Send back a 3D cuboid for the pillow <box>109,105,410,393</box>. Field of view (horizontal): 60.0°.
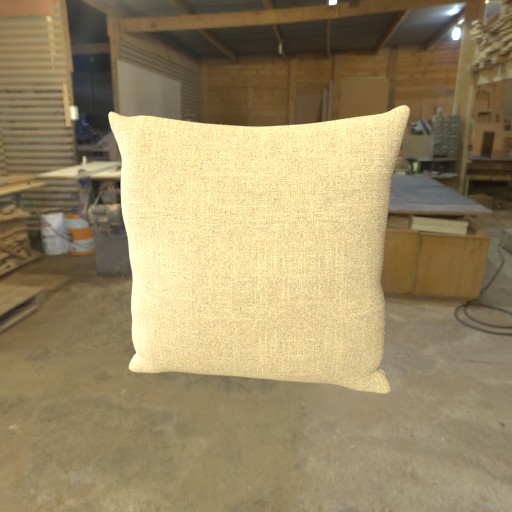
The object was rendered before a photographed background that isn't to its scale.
[{"bbox_3d":[0.000,0.000,0.687,0.439,0.440,0.182,2,17,7],"label":"pillow"}]
